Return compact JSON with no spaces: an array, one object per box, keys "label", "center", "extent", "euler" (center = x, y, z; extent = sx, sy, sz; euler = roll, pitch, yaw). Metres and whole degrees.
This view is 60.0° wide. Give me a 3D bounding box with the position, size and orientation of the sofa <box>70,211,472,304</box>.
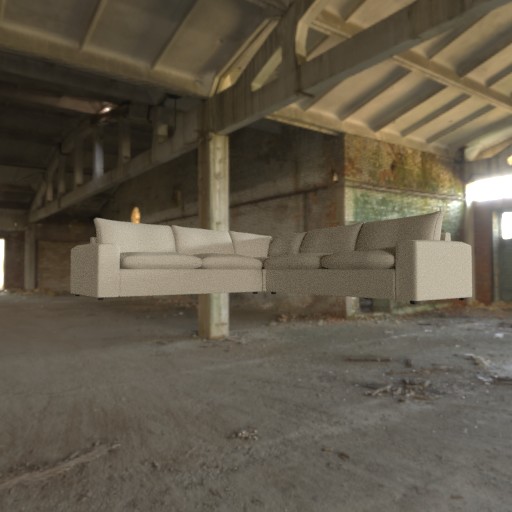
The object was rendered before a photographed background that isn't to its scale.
[{"label":"sofa","center":[0.000,0.000,4.858],"extent":[3.066,0.918,3.206],"euler":[1,-2,-37]}]
